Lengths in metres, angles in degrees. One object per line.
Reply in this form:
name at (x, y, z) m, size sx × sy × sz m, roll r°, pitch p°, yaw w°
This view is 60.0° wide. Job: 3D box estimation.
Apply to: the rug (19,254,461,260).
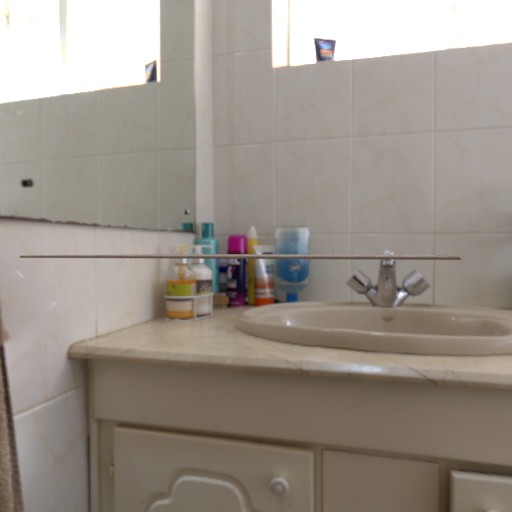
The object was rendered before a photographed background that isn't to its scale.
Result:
rug at (0.000, 0.000, 2.884) m, size 2.260 × 0.013 × 1.600 m, roll 0°, pitch 1°, yaw 18°
